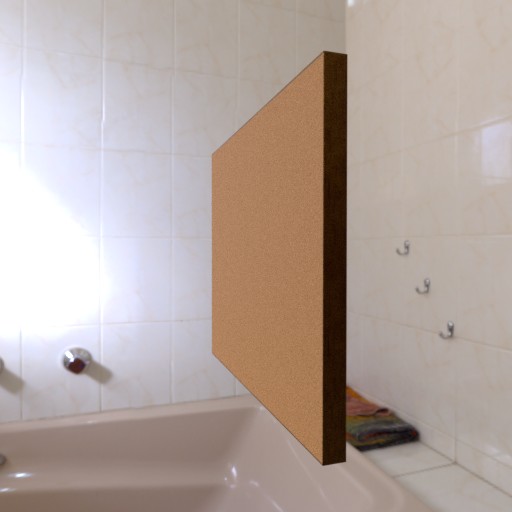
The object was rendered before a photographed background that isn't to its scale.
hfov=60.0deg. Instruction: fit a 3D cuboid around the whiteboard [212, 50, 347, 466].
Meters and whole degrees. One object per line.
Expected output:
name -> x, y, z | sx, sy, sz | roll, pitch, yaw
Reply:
whiteboard -> 0.000, 0.000, 0.758 | 0.029, 0.457, 0.561 | 0, 1, -18
